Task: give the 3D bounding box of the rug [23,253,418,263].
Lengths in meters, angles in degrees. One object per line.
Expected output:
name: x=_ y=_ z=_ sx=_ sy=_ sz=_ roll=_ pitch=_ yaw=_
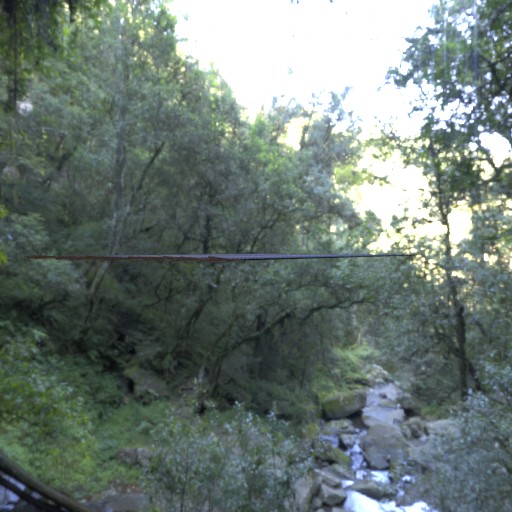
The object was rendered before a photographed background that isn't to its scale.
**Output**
rug: x=0.000 y=0.000 z=2.502 sx=1.224 sy=0.027 sz=2.021 roll=0 pitch=1 yaw=36
